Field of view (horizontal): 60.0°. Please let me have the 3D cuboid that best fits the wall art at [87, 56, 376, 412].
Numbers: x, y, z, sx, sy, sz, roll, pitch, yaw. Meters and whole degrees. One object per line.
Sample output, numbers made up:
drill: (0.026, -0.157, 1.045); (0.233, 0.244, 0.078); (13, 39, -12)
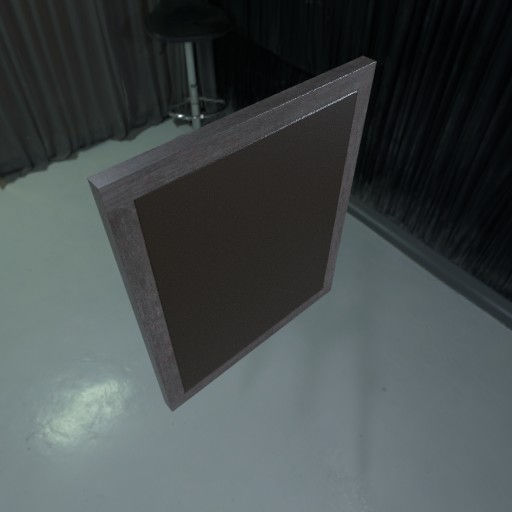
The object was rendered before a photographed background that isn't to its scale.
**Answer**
wall art: (0.000, 0.000, 0.808); (0.479, 0.580, 0.027); (-33, 55, -27)
